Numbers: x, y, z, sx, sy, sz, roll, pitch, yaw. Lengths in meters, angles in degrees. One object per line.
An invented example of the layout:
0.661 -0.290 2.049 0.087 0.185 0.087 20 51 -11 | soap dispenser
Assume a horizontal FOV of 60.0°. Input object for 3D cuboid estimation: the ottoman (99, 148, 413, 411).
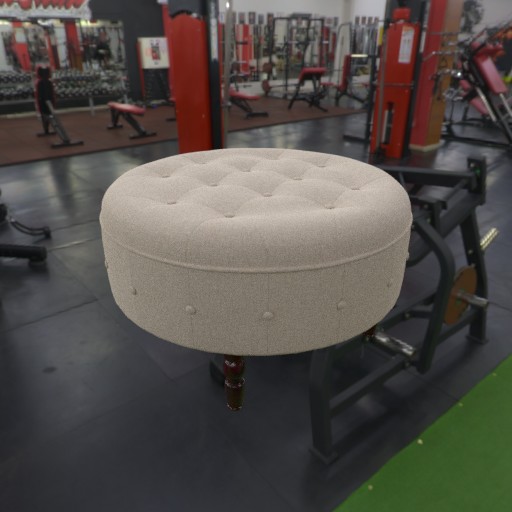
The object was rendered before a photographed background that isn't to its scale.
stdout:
0.000 0.000 1.332 0.848 0.494 0.848 0 26 0 | ottoman
